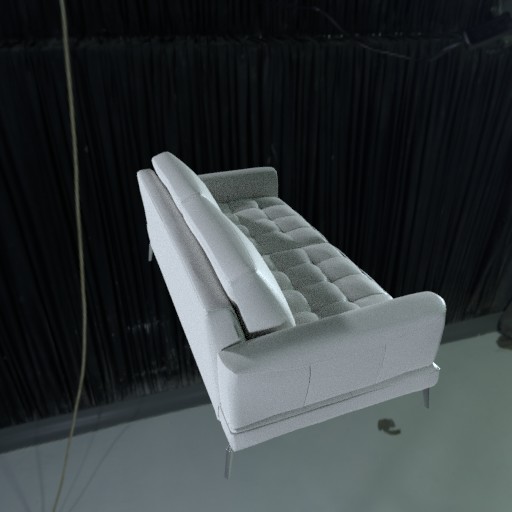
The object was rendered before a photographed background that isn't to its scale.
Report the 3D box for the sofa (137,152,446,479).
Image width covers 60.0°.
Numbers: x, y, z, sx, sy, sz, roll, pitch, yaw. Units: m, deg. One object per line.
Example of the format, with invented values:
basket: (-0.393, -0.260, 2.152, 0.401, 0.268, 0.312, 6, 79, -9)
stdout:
sofa: (0.000, 0.000, 2.738, 1.121, 0.930, 2.177, -11, 32, -18)
